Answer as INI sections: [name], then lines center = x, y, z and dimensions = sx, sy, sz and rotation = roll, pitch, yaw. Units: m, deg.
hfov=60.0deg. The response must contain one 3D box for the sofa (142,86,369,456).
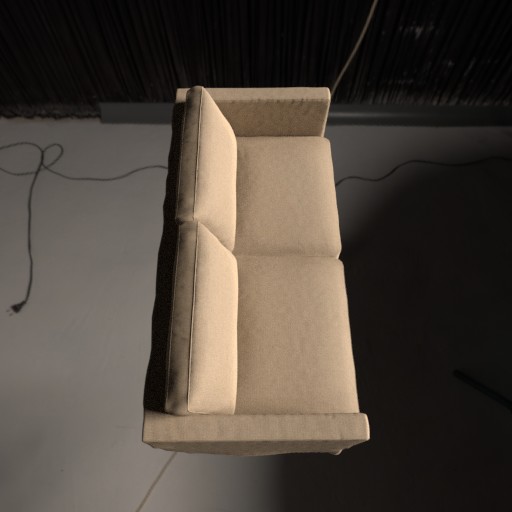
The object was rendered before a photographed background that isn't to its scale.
[sofa]
center = 0.000, 0.000, 2.456
dimensions = 0.956, 0.847, 1.987
rotation = 0, 63, 0
